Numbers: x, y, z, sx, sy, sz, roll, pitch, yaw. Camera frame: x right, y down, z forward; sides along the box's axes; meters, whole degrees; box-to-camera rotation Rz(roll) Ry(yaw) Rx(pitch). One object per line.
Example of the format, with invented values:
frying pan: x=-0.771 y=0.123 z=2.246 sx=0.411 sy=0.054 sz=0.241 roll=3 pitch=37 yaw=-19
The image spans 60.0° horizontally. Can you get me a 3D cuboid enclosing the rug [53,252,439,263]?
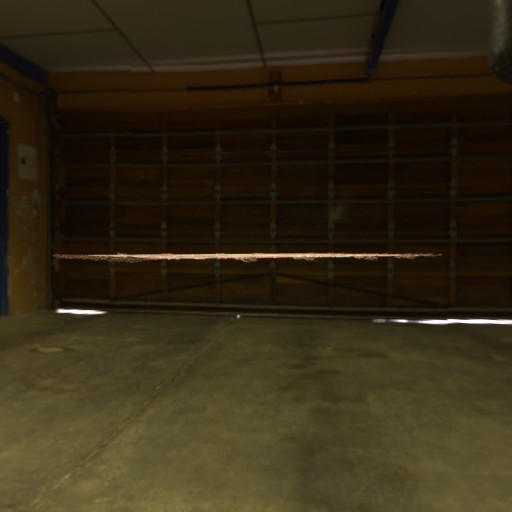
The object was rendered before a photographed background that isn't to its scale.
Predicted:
rug: x=0.000 y=0.000 z=3.213 sx=2.450 sy=0.048 sz=1.778 roll=-1 pitch=1 yaw=-37
